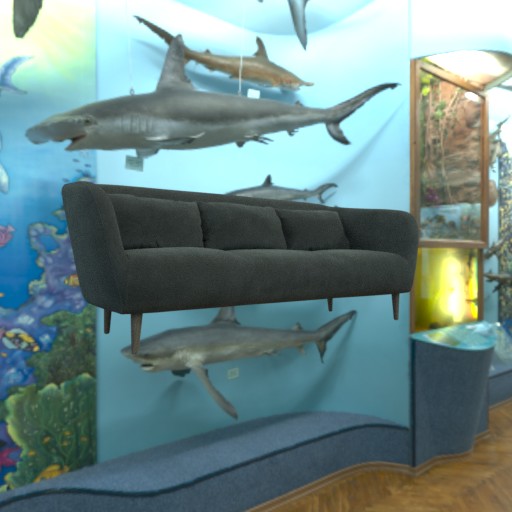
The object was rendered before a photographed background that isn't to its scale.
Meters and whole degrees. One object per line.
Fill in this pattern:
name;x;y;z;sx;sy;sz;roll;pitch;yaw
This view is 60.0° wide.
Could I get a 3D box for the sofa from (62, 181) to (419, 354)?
sofa;0.000;0.000;2.803;2.296;0.875;0.956;0;0;-35
